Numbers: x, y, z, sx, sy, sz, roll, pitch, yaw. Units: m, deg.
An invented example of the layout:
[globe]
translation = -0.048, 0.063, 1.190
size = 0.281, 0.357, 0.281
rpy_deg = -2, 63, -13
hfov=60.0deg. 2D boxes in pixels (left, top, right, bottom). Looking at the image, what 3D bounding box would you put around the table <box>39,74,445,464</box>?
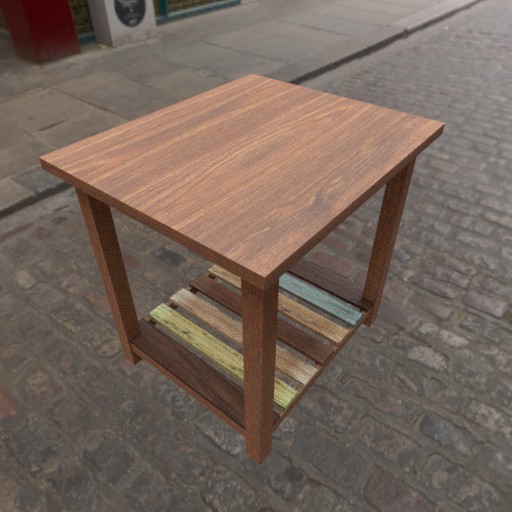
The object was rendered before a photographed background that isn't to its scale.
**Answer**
[table]
translation = 0.000, 0.000, 1.131
size = 0.559, 0.635, 0.660
rpy_deg = 27, 46, 29
